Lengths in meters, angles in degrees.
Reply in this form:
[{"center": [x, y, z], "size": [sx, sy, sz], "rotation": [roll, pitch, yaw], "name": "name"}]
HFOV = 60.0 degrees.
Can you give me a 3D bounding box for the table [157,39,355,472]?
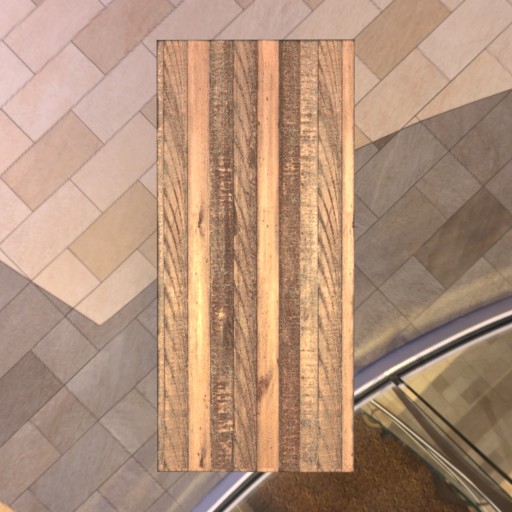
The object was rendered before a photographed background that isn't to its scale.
[{"center": [0.000, 0.000, 1.213], "size": [0.452, 0.399, 0.990], "rotation": [0, 90, 0], "name": "table"}]
